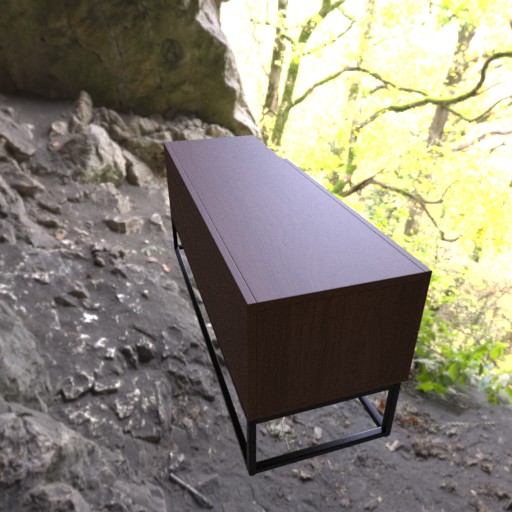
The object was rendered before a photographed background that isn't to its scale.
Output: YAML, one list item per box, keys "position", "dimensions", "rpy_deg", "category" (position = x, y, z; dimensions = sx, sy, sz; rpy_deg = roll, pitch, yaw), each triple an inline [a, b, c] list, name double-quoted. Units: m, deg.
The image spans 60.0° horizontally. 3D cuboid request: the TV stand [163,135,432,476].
- position: [0.000, 0.000, 1.486]
  dimensions: [0.415, 0.500, 1.200]
  rpy_deg: [-9, 30, -15]
  category: "TV stand"
